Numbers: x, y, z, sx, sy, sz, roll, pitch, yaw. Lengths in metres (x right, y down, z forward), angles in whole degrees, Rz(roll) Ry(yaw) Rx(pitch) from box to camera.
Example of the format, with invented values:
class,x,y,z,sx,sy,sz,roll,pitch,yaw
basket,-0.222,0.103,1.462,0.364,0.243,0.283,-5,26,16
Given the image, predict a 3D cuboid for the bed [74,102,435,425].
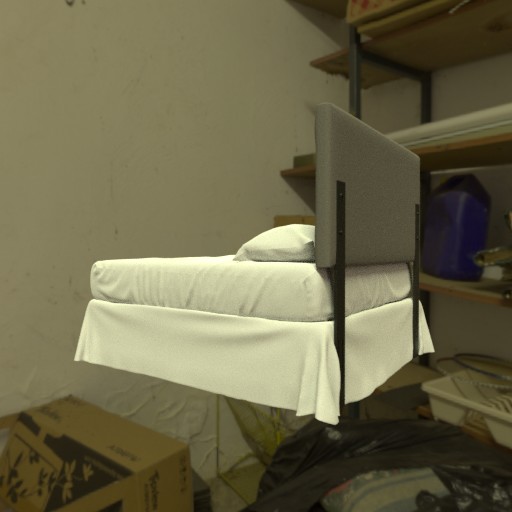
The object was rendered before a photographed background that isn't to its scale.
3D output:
class,x,y,z,sx,sy,sz,roll,pitch,yaw
bed,0.000,0.000,3.458,2.222,1.577,1.936,1,1,36
